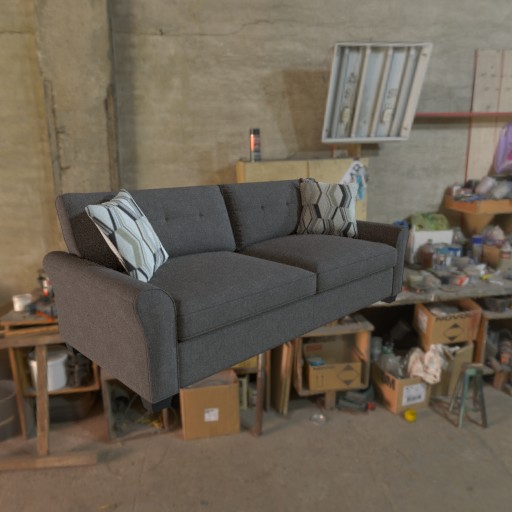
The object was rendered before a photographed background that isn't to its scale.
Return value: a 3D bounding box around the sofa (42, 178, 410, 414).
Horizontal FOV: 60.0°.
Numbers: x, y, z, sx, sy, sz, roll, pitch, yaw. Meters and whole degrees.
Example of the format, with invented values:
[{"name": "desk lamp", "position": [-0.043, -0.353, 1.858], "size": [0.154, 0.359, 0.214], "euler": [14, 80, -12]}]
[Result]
[{"name": "sofa", "position": [0.000, 0.000, 2.539], "size": [2.032, 0.813, 0.889], "euler": [-13, 18, -43]}]
